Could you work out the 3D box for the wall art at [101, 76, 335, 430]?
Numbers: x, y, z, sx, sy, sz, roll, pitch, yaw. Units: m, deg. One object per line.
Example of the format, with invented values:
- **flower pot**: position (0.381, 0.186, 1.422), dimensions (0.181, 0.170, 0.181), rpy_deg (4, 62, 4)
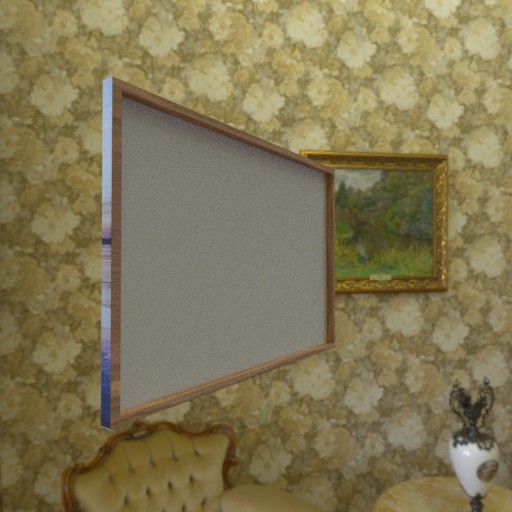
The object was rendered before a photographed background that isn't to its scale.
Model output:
- **wall art**: position (0.000, 0.000, 1.424), dimensions (0.034, 0.756, 1.137), rpy_deg (-1, -1, 35)
